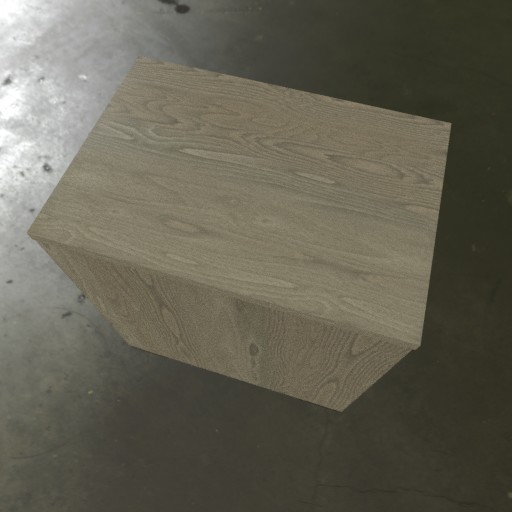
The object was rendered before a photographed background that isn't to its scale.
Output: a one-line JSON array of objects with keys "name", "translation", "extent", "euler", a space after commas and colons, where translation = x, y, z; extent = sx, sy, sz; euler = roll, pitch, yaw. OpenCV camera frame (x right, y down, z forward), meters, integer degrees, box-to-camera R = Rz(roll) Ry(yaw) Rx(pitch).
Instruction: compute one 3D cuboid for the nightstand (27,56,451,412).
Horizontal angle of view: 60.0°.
[{"name": "nightstand", "translation": [0.000, 0.000, 0.746], "extent": [0.442, 0.461, 0.325], "euler": [15, 64, 8]}]
